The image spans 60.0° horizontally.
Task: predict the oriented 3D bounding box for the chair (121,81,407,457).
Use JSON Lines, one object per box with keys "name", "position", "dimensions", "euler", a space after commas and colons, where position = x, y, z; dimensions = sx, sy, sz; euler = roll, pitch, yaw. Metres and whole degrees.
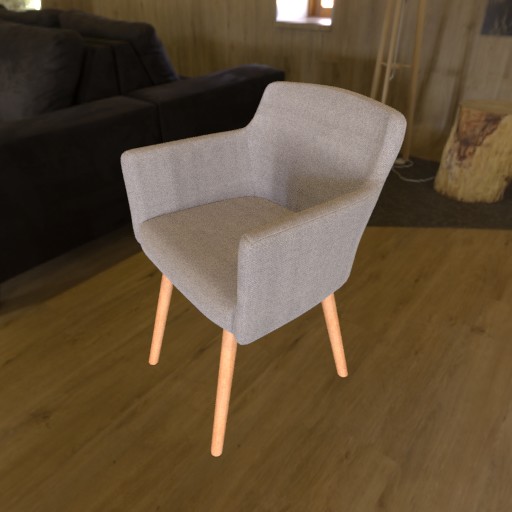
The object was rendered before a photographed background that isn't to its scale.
{"name": "chair", "position": [0.000, 0.000, 1.157], "dimensions": [0.540, 0.780, 0.570], "euler": [-21, 38, -30]}
